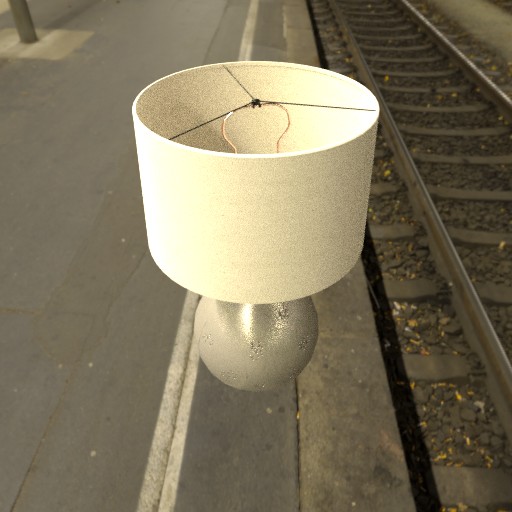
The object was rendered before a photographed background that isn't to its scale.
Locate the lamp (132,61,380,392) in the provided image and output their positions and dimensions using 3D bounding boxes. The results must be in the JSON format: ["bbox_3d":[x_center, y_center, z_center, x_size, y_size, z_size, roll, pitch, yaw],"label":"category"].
[{"bbox_3d":[0.000,0.000,0.729,0.330,0.521,0.330,0,40,0],"label":"lamp"}]
